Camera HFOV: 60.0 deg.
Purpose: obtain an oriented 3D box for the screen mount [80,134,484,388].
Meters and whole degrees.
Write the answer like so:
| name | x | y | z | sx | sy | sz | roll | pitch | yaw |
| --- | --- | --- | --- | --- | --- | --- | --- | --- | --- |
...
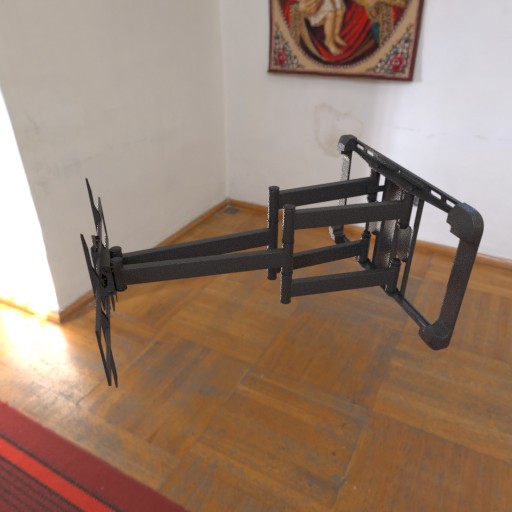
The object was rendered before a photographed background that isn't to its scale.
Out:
| name | x | y | z | sx | sy | sz | roll | pitch | yaw |
| --- | --- | --- | --- | --- | --- | --- | --- | --- | --- |
| screen mount | 0.000 | 0.000 | 1.336 | 0.905 | 0.483 | 0.725 | -9 | 33 | -14 |
